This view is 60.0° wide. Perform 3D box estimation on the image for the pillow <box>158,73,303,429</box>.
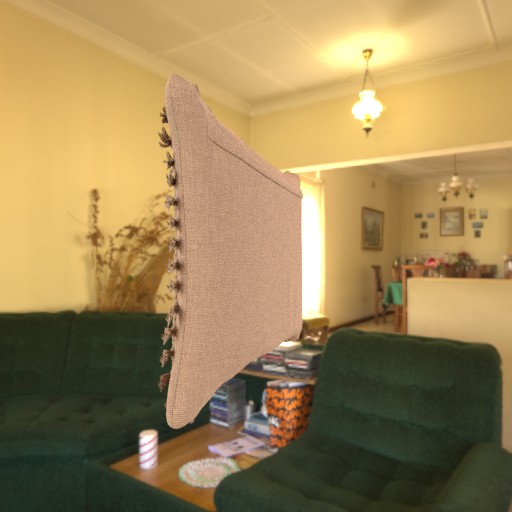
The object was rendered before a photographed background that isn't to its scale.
[{"bbox_3d":[0.000,0.000,0.583,0.084,0.305,0.466,0,0,18],"label":"pillow"}]
